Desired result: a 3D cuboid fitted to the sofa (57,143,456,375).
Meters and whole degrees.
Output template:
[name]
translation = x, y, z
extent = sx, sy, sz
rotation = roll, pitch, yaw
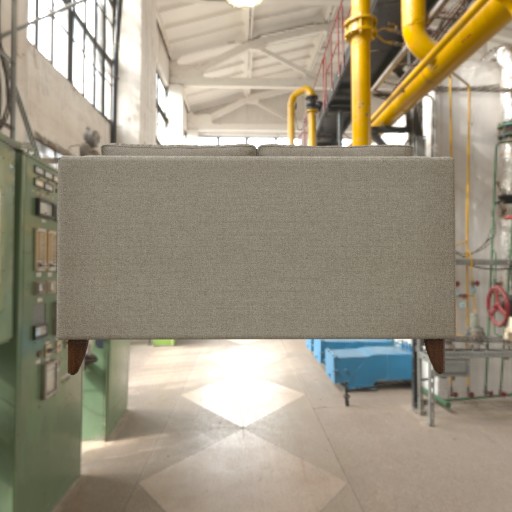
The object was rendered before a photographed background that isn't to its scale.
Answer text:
[sofa]
translation = 0.000, 0.000, 2.007
extent = 1.422, 0.863, 0.915
rotation = 0, -1, -1
